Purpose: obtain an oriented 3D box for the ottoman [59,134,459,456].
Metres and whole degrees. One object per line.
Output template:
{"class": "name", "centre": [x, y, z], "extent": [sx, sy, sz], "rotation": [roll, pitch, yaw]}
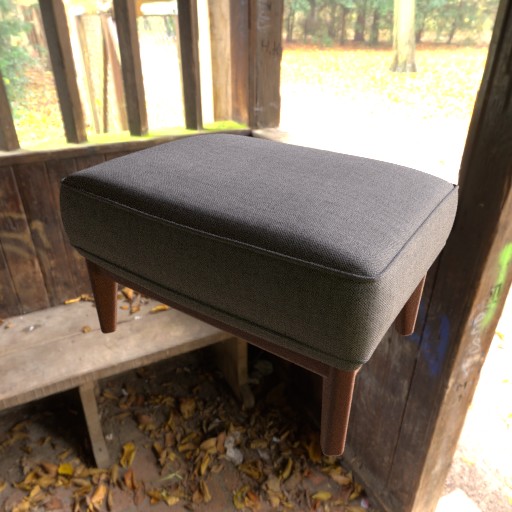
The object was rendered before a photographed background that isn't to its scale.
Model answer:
{"class": "ottoman", "centre": [0.000, 0.000, 1.048], "extent": [0.750, 0.458, 0.555], "rotation": [18, 34, 29]}
